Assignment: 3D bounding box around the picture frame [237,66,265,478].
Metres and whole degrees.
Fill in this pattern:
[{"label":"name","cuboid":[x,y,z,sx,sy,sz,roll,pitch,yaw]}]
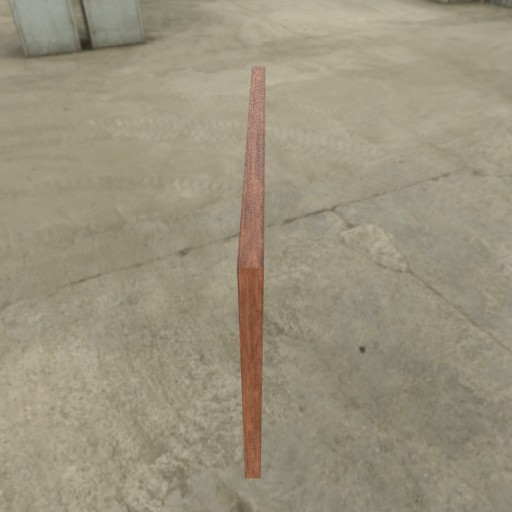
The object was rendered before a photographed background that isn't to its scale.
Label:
[{"label":"picture frame","cuboid":[0.000,0.000,0.770,0.025,0.457,0.559,1,41,1]}]
